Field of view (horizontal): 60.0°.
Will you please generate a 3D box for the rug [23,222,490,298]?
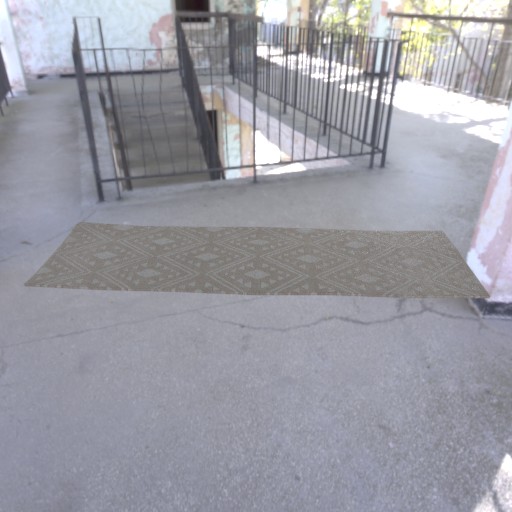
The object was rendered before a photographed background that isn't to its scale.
[{"bbox_3d":[0.000,0.000,2.644,2.452,0.051,0.752,1,30,2],"label":"rug"}]
